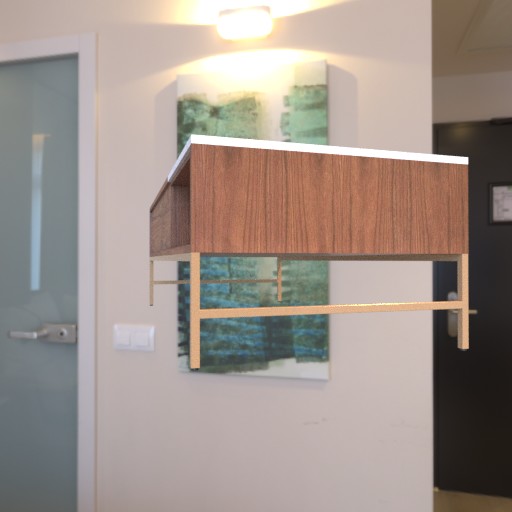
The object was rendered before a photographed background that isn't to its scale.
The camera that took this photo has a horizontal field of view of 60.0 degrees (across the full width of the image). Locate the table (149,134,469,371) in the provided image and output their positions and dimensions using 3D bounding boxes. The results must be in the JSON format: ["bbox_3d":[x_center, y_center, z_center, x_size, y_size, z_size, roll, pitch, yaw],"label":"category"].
[{"bbox_3d":[0.000,0.000,1.888,0.789,0.551,1.553,0,-1,-17],"label":"table"}]
